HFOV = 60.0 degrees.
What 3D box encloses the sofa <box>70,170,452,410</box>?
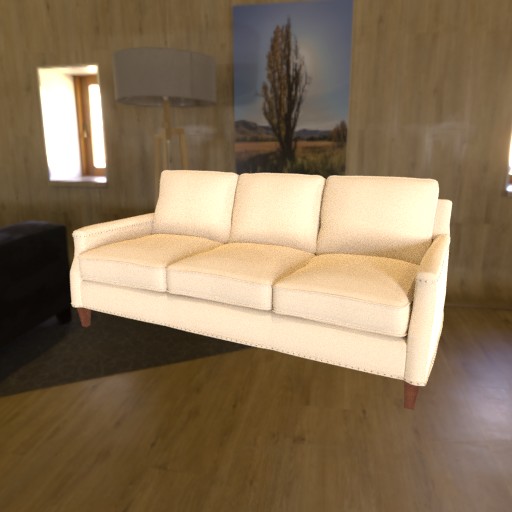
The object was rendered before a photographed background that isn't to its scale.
[{"bbox_3d":[0.000,0.000,2.826,2.246,1.003,1.084,7,16,26],"label":"sofa"}]
